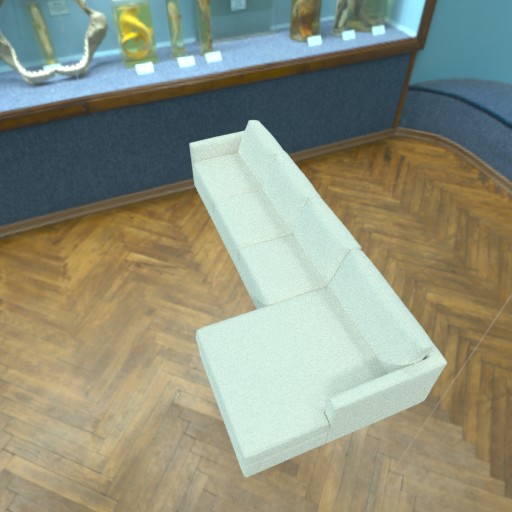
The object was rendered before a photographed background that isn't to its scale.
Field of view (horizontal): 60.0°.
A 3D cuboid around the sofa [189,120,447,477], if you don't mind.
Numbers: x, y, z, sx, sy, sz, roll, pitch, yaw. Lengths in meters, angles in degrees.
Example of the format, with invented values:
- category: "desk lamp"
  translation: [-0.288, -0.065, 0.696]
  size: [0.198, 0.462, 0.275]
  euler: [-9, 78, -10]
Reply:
- category: "sofa"
  translation: [0.000, 0.000, 4.254]
  size: [1.606, 0.954, 3.471]
  euler: [-16, 49, -15]
